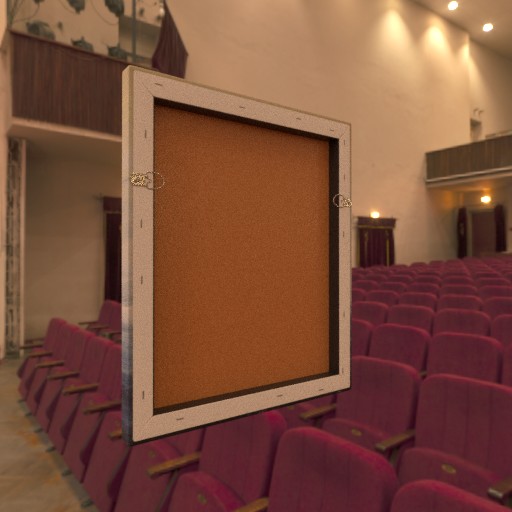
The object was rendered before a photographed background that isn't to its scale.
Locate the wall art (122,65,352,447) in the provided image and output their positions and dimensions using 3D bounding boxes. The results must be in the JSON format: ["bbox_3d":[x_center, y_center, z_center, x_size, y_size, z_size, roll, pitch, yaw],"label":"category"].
[{"bbox_3d":[0.000,0.000,1.012,0.608,0.710,0.041,0,0,-36],"label":"wall art"}]
